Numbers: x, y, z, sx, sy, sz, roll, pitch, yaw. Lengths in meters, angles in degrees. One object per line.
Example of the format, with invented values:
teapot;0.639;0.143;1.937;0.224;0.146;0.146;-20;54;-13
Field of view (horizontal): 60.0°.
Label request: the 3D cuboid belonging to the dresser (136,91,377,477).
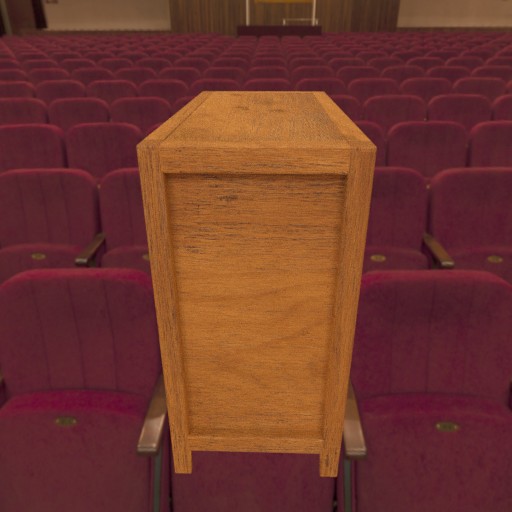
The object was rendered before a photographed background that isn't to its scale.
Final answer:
dresser;0.000;0.000;1.268;0.427;0.804;0.804;1;26;2
